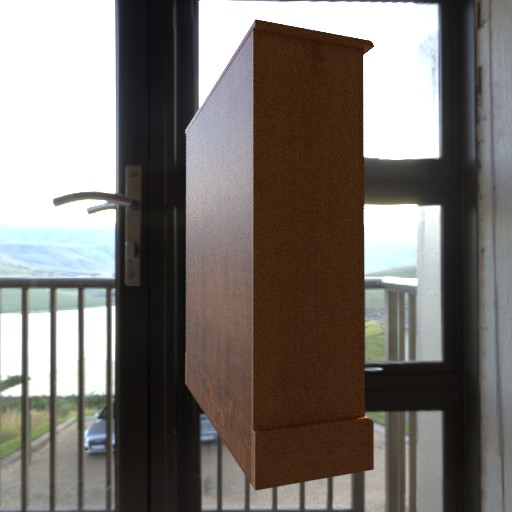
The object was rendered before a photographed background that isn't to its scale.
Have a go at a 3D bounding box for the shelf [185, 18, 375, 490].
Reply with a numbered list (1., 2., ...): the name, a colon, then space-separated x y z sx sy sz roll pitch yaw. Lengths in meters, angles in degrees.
1. shelf: 0.000 0.000 1.362 0.291 0.980 0.840 0 -1 -19
